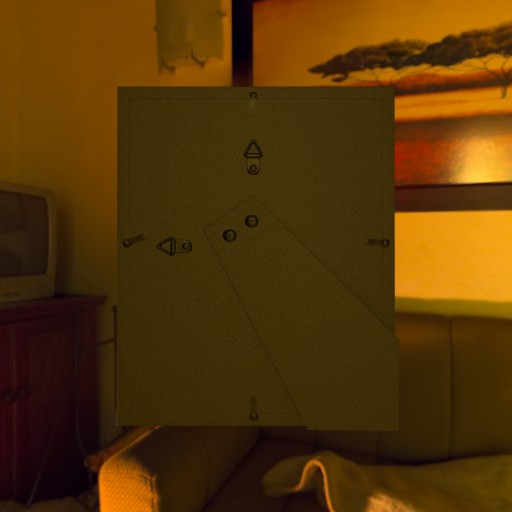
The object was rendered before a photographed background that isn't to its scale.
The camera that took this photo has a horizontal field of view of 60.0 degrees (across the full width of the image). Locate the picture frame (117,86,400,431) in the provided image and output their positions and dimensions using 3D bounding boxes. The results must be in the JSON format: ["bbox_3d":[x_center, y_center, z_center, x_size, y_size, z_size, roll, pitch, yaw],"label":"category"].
[{"bbox_3d":[0.000,0.000,0.380,0.232,0.284,0.042,0,0,0],"label":"picture frame"}]
